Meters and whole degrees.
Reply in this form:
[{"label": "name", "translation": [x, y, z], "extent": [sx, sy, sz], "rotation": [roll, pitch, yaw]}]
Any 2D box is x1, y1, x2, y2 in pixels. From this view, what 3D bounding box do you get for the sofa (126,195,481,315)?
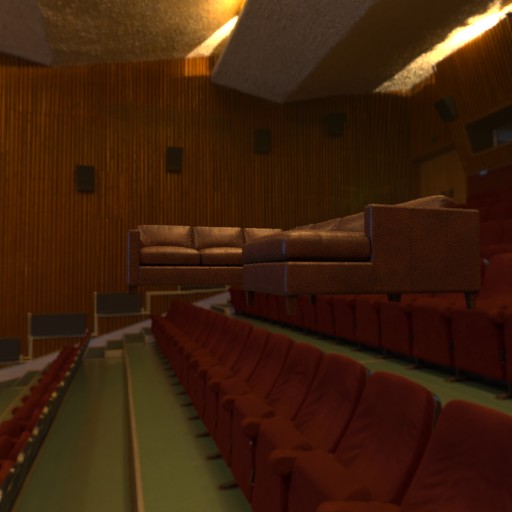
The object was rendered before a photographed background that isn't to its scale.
[{"label": "sofa", "translation": [0.000, 0.000, 4.491], "extent": [2.452, 0.891, 3.324], "rotation": [1, -2, -18]}]
